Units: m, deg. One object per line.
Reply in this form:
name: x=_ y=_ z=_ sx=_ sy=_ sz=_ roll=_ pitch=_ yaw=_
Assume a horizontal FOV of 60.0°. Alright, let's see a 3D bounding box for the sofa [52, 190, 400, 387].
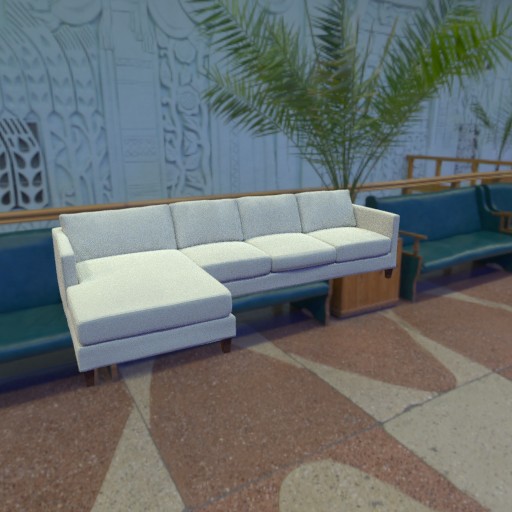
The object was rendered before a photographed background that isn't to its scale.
sofa: x=0.000 y=0.000 z=3.933 sx=3.186 sy=0.861 sz=1.625 roll=-8 pitch=18 yaw=-26
